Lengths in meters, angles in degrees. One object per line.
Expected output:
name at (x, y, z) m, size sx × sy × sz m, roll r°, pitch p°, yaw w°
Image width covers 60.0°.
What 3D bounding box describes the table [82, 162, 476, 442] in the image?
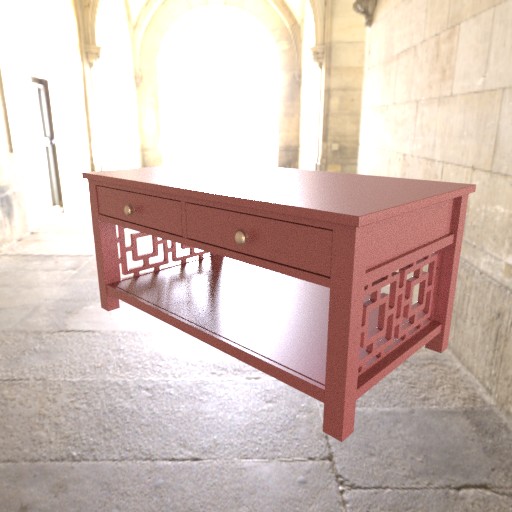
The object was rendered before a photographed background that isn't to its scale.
table at (0.000, 0.000, 1.414) m, size 1.068 × 0.493 × 0.612 m, roll 15°, pitch 23°, yaw 41°
